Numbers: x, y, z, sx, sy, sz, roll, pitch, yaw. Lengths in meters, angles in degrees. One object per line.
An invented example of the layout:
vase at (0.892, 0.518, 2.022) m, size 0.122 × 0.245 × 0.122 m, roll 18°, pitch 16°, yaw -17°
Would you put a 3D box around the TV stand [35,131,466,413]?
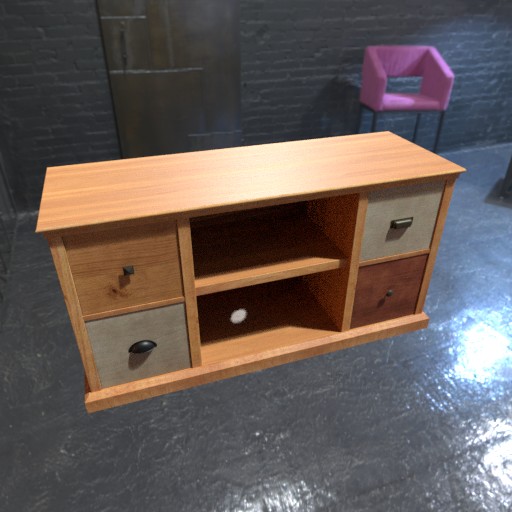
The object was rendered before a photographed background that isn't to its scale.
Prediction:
TV stand at (0.000, 0.000, 1.468) m, size 1.181 × 0.607 × 0.417 m, roll -10°, pitch 33°, yaw -16°
